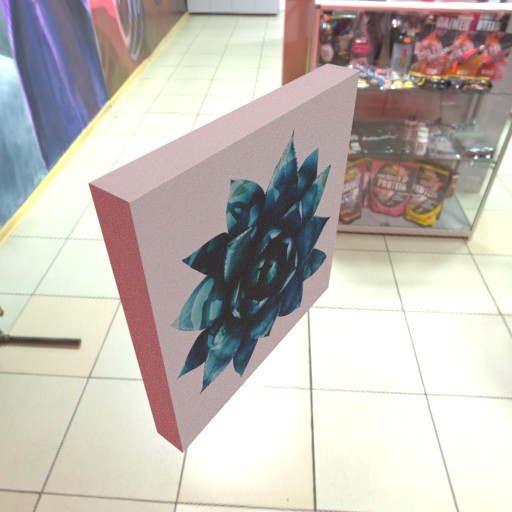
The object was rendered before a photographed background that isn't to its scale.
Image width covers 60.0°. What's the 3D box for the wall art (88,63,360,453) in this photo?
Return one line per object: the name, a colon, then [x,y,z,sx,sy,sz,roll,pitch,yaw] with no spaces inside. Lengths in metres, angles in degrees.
wall art: [0.000,0.000,0.461,0.038,0.305,0.305,25,46,27]
